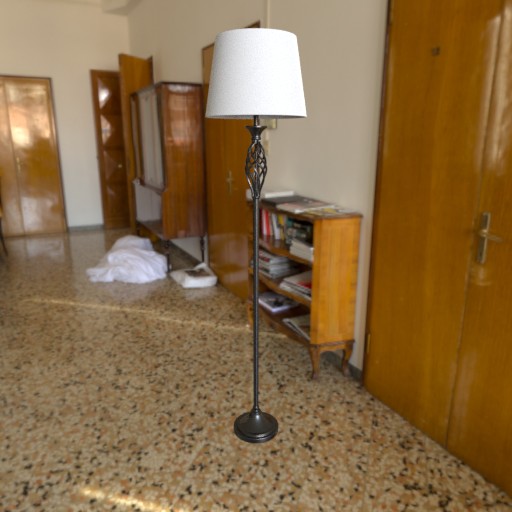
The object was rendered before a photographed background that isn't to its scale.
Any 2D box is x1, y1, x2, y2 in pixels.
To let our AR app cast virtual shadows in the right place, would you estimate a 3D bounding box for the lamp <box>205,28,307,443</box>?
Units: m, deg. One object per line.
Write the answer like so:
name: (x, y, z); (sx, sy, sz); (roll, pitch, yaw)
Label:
lamp: (0.000, 0.000, 1.802); (0.379, 1.623, 0.379); (0, 15, 0)
